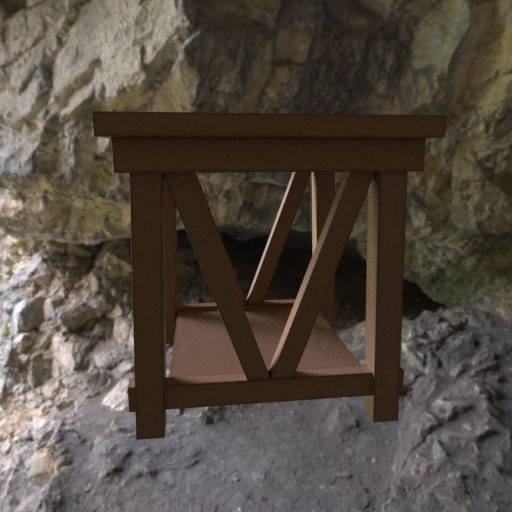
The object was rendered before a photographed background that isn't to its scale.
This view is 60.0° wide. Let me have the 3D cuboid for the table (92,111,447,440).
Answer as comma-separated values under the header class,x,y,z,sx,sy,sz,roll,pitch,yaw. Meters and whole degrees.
class,x,y,z,sx,sy,sz,roll,pitch,yaw
table,0.000,0.000,1.120,0.612,0.638,0.610,-2,13,-7
